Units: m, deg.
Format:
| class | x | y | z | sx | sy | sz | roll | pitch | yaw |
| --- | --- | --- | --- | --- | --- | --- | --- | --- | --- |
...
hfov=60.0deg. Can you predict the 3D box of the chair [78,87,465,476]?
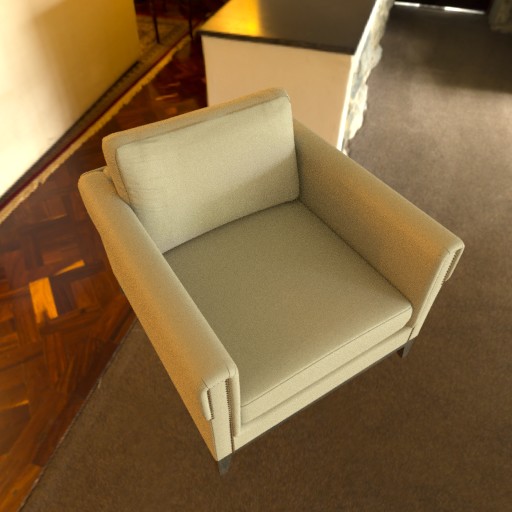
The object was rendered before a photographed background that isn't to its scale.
| class | x | y | z | sx | sy | sz | roll | pitch | yaw |
| --- | --- | --- | --- | --- | --- | --- | --- | --- | --- |
| chair | 0.000 | 0.000 | 1.609 | 0.914 | 0.838 | 0.959 | -24 | 51 | -22 |
